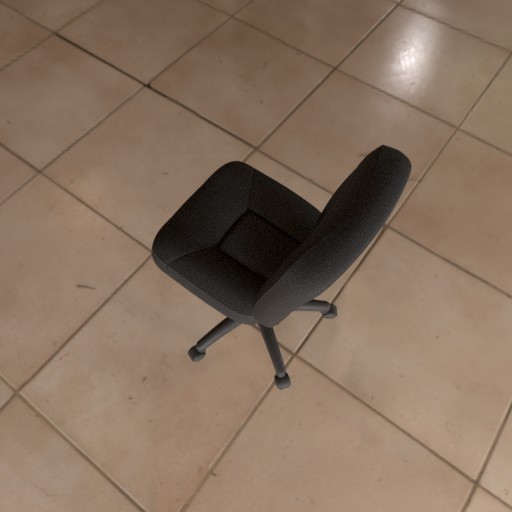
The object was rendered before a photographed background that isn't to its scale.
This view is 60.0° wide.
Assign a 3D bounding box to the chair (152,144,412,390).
[{"bbox_3d":[0.000,0.000,1.354,0.610,0.972,0.610,32,67,16],"label":"chair"}]
